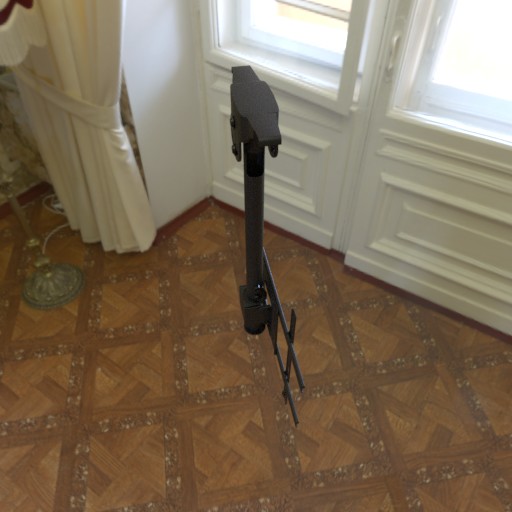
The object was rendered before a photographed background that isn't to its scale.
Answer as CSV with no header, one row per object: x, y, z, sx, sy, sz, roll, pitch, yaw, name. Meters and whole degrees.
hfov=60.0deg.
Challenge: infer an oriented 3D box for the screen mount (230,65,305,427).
0.000,0.000,1.024,0.090,0.775,0.595,-8,47,-8,screen mount
